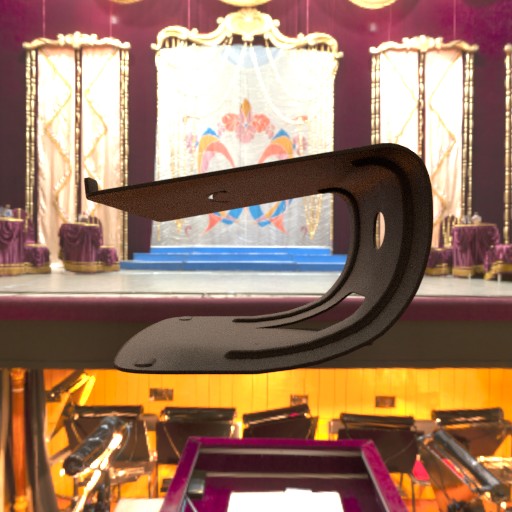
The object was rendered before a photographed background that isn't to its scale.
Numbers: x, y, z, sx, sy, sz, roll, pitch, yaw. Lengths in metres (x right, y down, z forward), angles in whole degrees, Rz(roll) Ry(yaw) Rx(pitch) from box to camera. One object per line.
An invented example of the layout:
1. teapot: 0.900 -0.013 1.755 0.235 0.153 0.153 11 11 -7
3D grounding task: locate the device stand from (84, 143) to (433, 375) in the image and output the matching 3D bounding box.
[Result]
1. device stand: 0.000 0.000 0.415 0.236 0.155 0.256 0 1 -1
